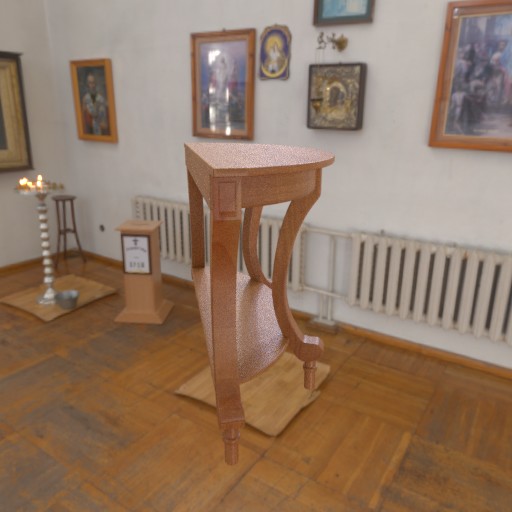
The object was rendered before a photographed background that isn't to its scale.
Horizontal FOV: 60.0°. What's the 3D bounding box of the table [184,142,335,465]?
[{"bbox_3d":[0.000,0.000,1.479,0.394,0.692,1.198,-3,17,-11],"label":"table"}]
